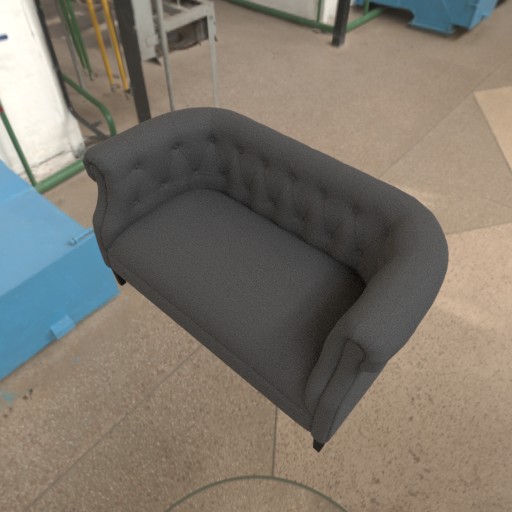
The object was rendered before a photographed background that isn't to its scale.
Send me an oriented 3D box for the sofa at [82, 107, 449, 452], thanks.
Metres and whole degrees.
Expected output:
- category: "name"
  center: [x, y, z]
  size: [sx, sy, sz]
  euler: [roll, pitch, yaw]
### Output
- category: "sofa"
  center: [0.000, 0.000, 2.046]
  size: [1.558, 0.827, 0.835]
  euler: [33, 56, 26]
